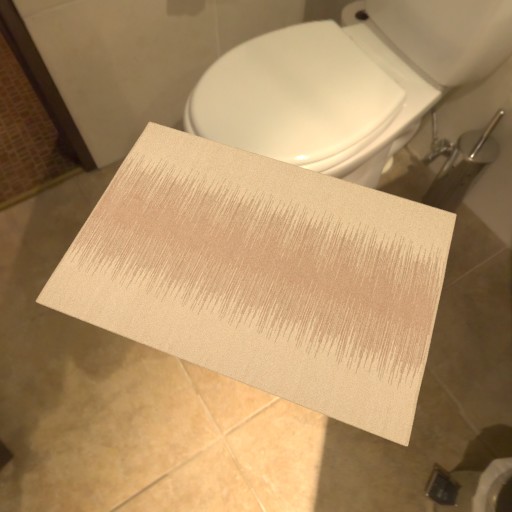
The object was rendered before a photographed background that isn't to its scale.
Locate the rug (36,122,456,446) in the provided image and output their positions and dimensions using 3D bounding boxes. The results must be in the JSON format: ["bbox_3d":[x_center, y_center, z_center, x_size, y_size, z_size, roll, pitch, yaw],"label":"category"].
[{"bbox_3d":[0.000,0.000,2.278,1.850,0.006,1.234,19,65,9],"label":"rug"}]
